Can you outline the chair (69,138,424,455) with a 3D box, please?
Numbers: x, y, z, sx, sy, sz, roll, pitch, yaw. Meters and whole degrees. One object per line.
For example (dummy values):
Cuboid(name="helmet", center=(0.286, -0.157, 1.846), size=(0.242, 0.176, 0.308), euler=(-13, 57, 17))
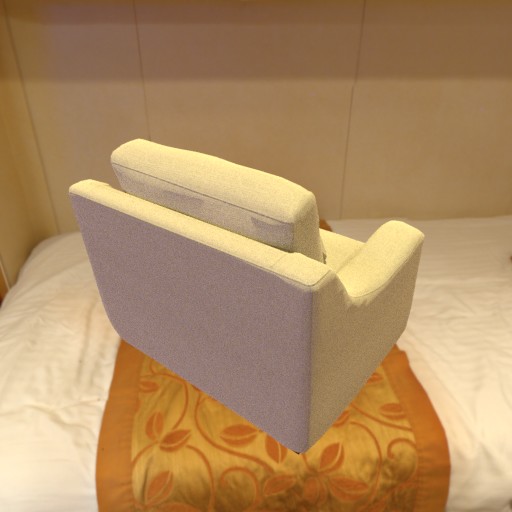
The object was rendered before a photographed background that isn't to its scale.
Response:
Cuboid(name="chair", center=(0.000, 0.000, 1.971), size=(1.178, 1.016, 1.009), euler=(21, 36, 32))
